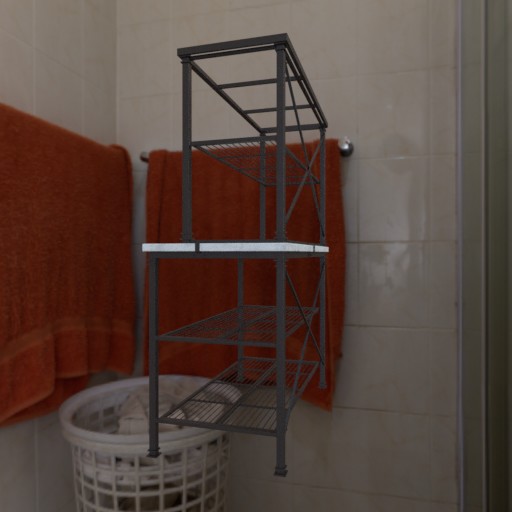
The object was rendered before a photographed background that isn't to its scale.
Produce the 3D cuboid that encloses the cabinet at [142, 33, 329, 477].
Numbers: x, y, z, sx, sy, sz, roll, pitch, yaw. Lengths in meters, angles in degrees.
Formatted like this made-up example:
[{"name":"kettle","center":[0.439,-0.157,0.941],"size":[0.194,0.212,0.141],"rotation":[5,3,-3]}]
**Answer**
[{"name":"cabinet","center":[0.000,0.000,2.297],"size":[0.610,1.659,1.210],"rotation":[0,0,16]}]
